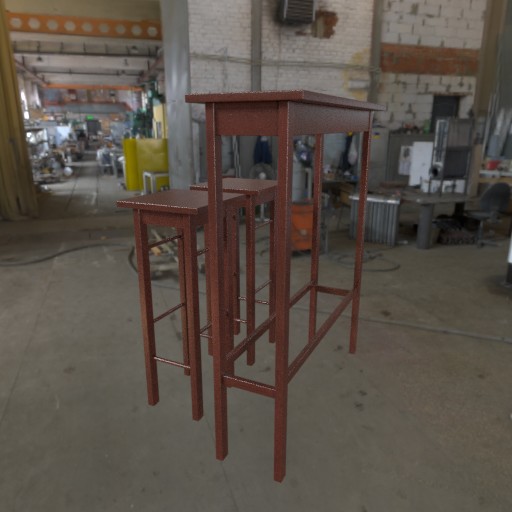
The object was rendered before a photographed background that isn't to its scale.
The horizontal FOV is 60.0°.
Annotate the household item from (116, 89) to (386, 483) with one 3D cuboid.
[{"bbox_3d":[0.000,0.000,1.628,0.676,1.067,0.914,8,18,25],"label":"household item"}]
